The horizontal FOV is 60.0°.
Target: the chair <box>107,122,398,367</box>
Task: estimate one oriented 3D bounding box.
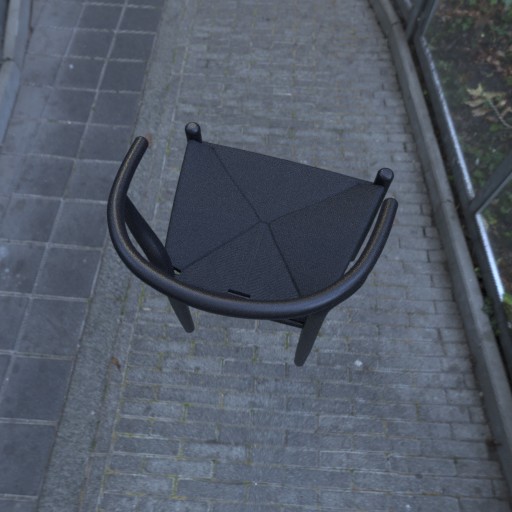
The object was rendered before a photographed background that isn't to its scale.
[{"bbox_3d":[0.000,0.000,1.141,0.569,0.730,0.579,15,64,8],"label":"chair"}]
